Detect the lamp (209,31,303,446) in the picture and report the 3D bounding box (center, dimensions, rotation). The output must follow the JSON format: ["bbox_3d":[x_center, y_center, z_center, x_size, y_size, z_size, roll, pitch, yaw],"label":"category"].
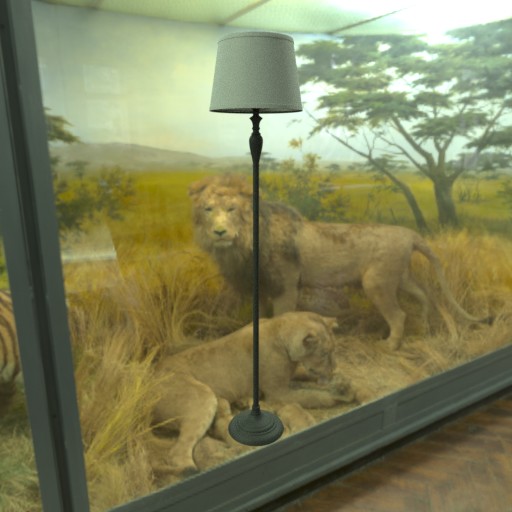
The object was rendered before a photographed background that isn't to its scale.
[{"bbox_3d":[0.000,0.000,1.688,0.327,1.506,0.327,8,17,27],"label":"lamp"}]
